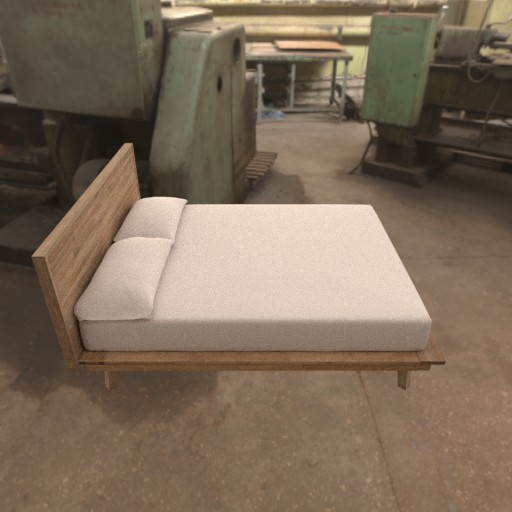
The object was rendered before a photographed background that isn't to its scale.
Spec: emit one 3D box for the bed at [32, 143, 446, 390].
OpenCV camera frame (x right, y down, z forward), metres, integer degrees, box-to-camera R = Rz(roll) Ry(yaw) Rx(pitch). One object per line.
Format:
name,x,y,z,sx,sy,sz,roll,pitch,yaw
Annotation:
bed,0.000,0.000,3.129,2.145,1.071,1.759,0,31,0
